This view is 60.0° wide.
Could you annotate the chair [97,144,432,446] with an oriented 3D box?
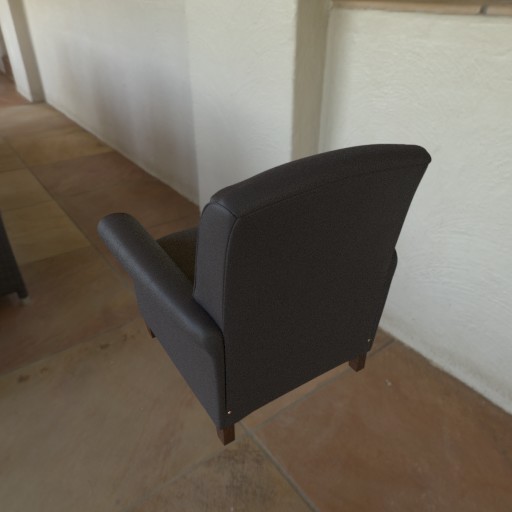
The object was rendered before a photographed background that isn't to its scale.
[{"bbox_3d":[0.000,0.000,1.751,0.978,1.061,0.902,-19,36,-28],"label":"chair"}]
